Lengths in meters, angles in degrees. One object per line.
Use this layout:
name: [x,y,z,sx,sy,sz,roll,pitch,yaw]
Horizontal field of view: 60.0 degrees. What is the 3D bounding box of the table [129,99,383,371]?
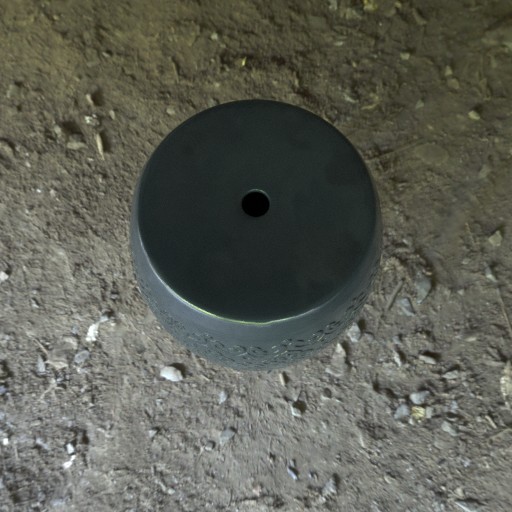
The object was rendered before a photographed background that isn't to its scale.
table: [0.000,0.000,0.615,0.309,0.397,0.309,0,75,0]
